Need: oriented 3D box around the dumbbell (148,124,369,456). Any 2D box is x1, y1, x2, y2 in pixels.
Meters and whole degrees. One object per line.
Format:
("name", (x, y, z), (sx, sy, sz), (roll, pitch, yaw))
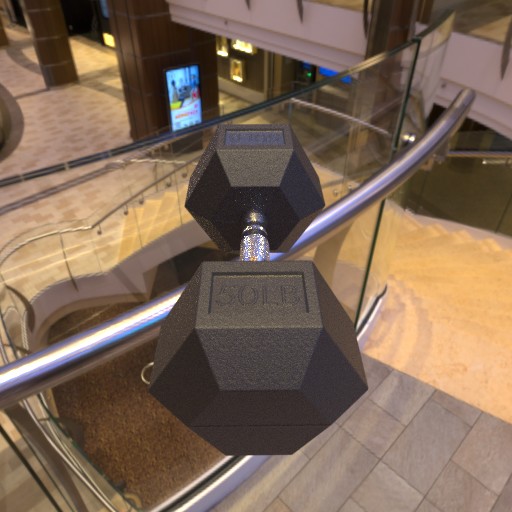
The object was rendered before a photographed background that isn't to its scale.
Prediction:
("dumbbell", (0.000, 0.000, 0.470), (0.173, 0.150, 0.384), (0, 40, -1))
